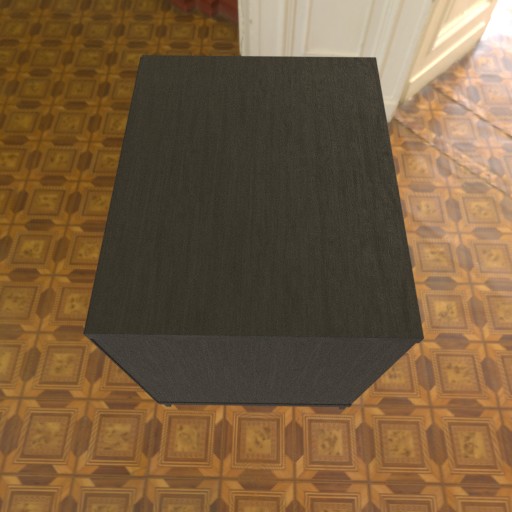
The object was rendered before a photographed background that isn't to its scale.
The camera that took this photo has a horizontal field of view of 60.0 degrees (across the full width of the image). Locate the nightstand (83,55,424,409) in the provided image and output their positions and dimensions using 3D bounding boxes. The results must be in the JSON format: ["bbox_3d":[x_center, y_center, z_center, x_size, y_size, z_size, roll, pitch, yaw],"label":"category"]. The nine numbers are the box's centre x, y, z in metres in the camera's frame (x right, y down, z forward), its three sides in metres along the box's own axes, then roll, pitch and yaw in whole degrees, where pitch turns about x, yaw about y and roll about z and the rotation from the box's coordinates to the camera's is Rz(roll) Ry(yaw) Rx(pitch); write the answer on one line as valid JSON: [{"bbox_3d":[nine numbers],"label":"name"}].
[{"bbox_3d":[0.000,0.000,0.747,0.347,0.448,0.427,1,62,0],"label":"nightstand"}]
